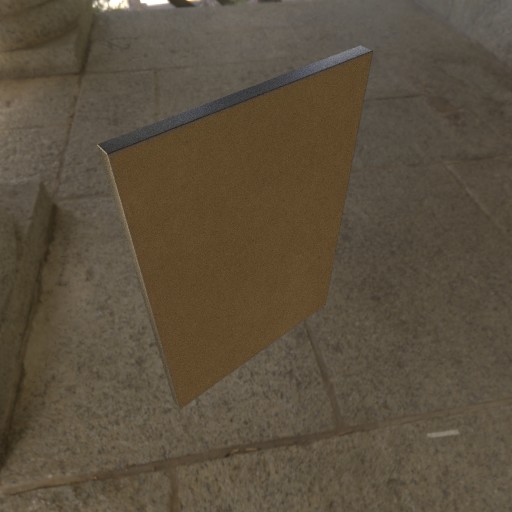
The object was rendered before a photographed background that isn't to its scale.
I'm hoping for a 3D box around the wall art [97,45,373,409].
[{"bbox_3d":[0.000,0.000,0.584,0.314,0.455,0.019,-31,54,-26],"label":"wall art"}]
